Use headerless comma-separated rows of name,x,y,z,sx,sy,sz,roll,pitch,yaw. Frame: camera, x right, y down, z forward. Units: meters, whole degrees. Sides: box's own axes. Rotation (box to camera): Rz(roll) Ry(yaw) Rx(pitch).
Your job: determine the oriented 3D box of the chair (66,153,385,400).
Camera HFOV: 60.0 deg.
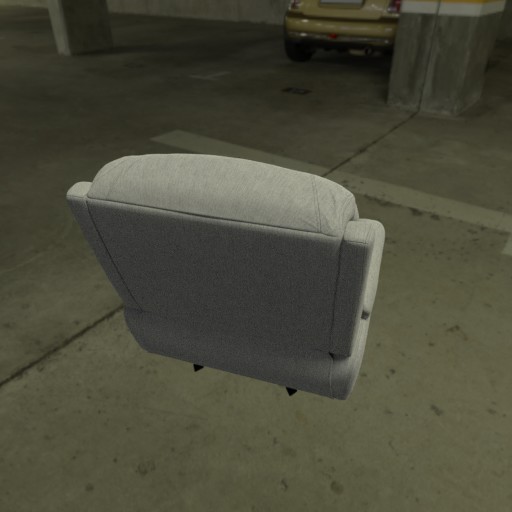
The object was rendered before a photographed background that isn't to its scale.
chair,0.000,0.000,1.718,0.930,1.011,0.899,10,34,15
